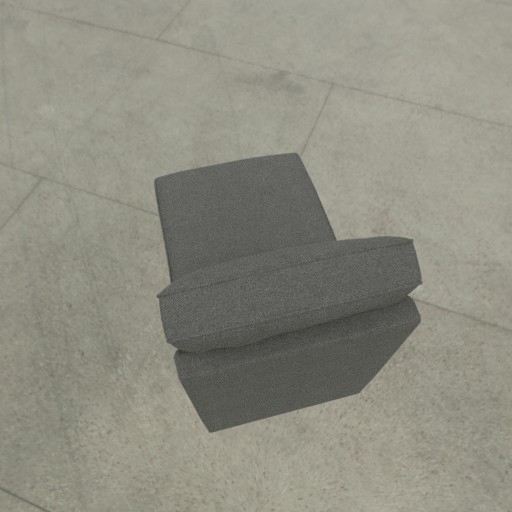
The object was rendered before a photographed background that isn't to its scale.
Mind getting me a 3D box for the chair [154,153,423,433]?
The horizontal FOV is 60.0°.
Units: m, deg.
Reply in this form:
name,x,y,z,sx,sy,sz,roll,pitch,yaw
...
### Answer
name,x,y,z,sx,sy,sz,roll,pitch,yaw
chair,0.000,0.000,1.550,0.621,0.970,0.938,-12,60,-7
